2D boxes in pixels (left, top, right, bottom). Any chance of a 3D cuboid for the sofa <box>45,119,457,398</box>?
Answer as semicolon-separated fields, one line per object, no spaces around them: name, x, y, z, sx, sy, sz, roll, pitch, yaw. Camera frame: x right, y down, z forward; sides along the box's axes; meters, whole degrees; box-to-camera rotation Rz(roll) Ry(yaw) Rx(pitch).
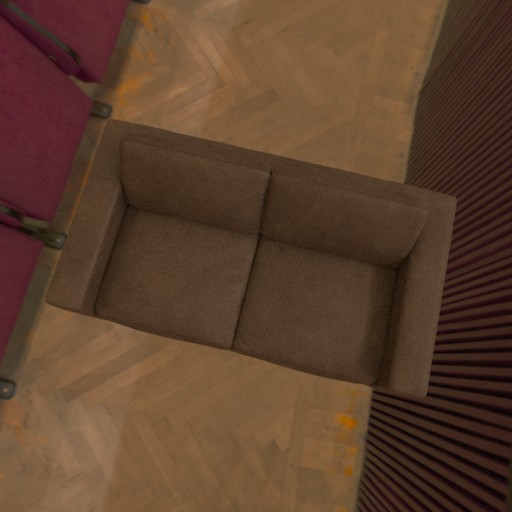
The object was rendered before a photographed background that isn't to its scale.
sofa;0.000;0.000;2.403;1.920;0.800;1.070;13;77;3
